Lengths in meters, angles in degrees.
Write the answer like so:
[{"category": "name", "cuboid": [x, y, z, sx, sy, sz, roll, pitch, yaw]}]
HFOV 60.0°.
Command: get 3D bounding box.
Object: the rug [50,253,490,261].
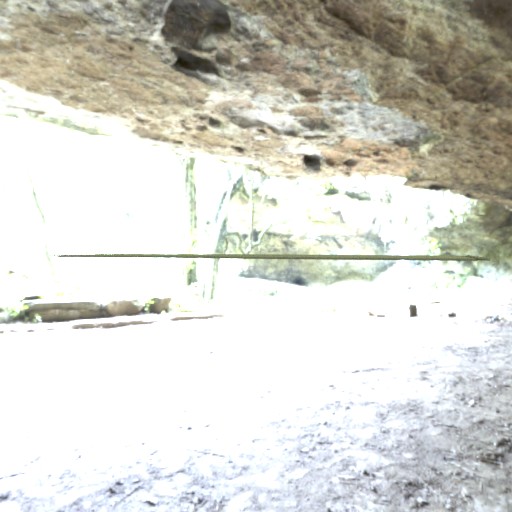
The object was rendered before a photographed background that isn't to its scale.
[{"category": "rug", "cuboid": [0.000, 0.000, 2.817, 2.544, 0.015, 0.795, 0, 1, 19]}]
